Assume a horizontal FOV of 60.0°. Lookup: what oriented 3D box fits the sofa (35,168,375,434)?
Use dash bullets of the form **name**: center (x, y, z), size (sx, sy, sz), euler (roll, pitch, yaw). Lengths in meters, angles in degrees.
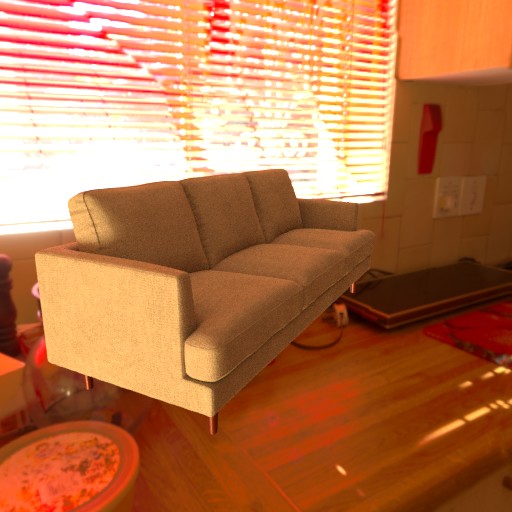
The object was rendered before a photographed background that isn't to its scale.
- **sofa**: center (0.000, 0.000, 2.623), size (0.903, 0.930, 2.246), euler (8, 16, 27)
